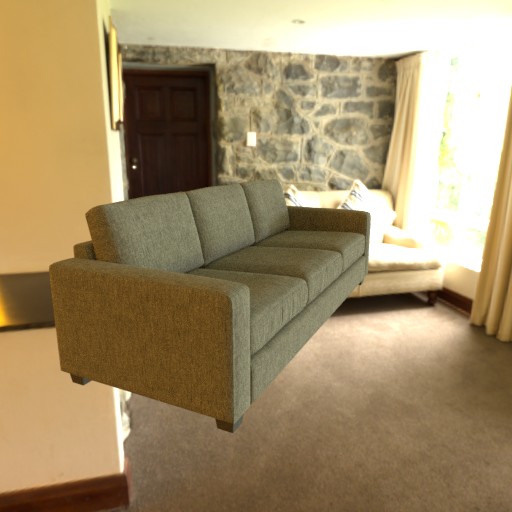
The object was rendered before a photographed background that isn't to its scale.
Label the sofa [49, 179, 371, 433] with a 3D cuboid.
[{"bbox_3d":[0.000,0.000,2.626,0.900,0.800,2.160,7,16,25],"label":"sofa"}]
